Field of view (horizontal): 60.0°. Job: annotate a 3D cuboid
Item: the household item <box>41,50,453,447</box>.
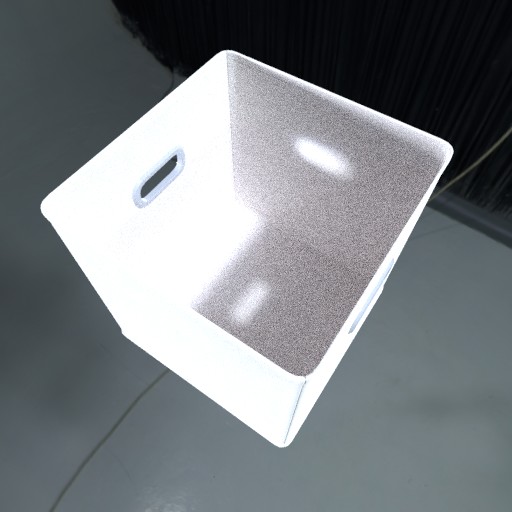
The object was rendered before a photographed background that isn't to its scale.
[{"bbox_3d":[0.000,0.000,0.567,0.305,0.305,0.305,30,63,17],"label":"household item"}]
